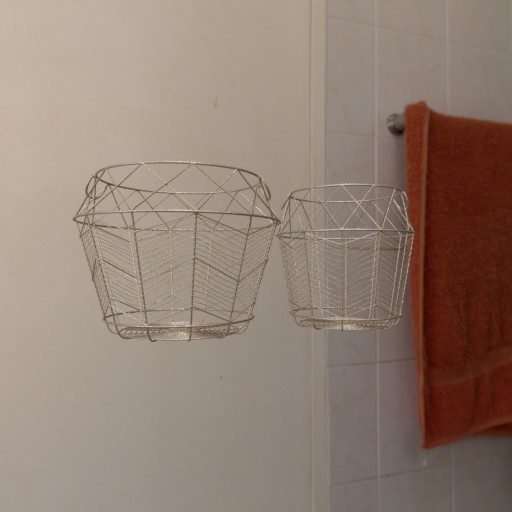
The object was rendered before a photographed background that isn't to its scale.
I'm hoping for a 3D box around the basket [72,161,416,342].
[{"bbox_3d":[0.000,0.000,1.048,0.805,0.343,0.451,0,-1,-17],"label":"basket"}]
